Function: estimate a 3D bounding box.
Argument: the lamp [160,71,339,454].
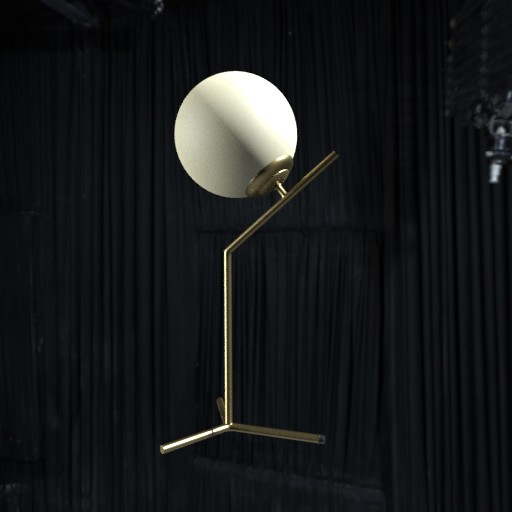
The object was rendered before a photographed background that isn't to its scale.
[{"bbox_3d":[0.000,0.000,0.677,0.251,0.552,0.210,1,2,19],"label":"lamp"}]
